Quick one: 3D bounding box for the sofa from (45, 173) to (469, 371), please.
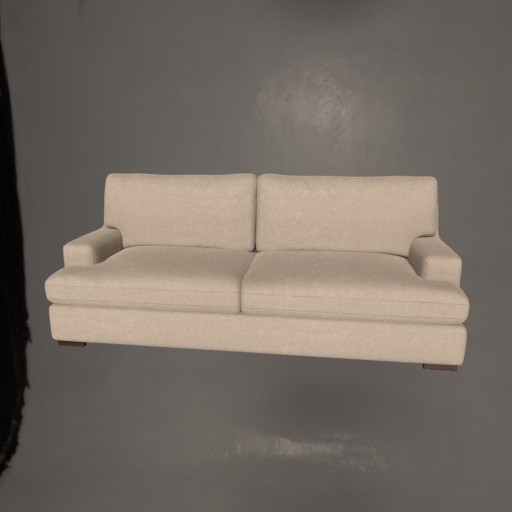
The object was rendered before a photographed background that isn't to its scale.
[{"bbox_3d":[0.000,0.000,2.790,2.354,0.980,0.962,2,14,8],"label":"sofa"}]
